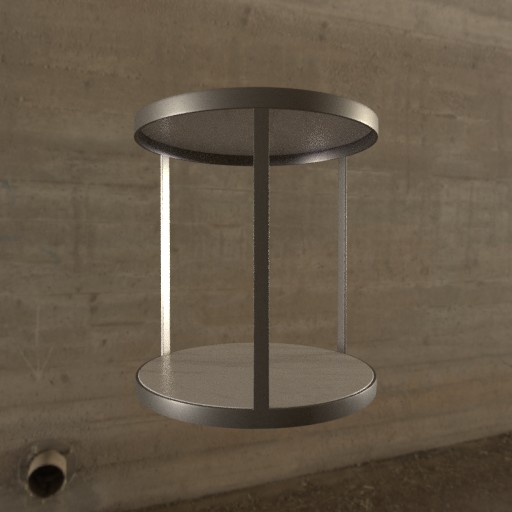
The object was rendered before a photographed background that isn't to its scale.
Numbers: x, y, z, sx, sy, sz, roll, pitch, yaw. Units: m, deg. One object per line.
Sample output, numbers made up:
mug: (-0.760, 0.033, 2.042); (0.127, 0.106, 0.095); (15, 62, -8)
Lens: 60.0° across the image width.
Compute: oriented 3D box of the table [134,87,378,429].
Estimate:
table: (0.000, 0.000, 0.841); (0.445, 0.479, 0.445); (0, 1, 0)
